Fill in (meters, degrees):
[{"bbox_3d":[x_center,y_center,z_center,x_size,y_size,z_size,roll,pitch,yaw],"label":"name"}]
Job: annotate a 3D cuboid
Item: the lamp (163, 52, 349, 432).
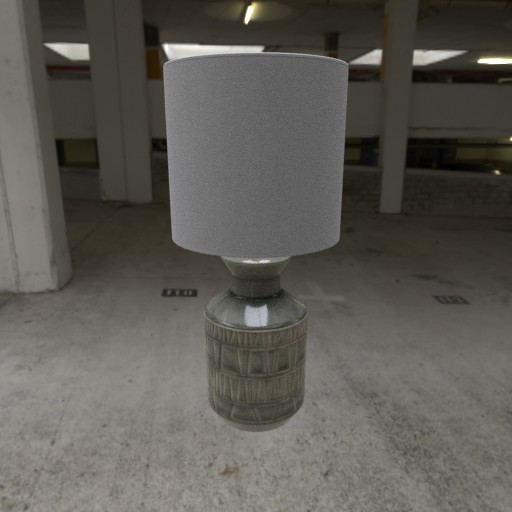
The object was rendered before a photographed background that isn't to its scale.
[{"bbox_3d":[0.000,0.000,0.576,0.211,0.455,0.211,-2,16,-6],"label":"lamp"}]
